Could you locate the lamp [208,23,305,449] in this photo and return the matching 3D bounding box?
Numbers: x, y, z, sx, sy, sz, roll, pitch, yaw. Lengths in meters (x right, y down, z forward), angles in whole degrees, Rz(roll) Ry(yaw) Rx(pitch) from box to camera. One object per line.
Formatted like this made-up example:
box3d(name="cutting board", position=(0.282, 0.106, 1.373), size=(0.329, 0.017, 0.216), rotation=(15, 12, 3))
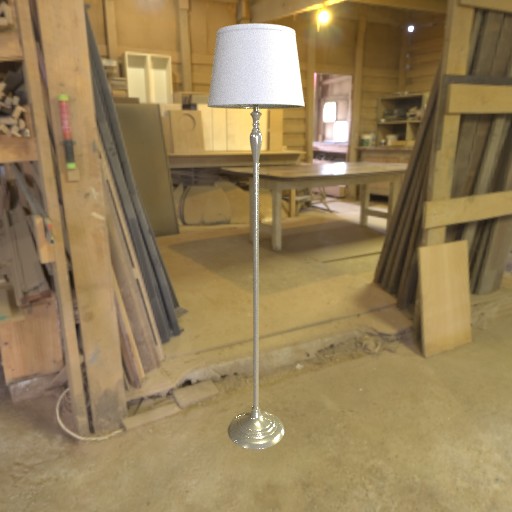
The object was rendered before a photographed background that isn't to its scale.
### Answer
box3d(name="lamp", position=(0.000, 0.000, 1.643), size=(0.327, 1.506, 0.327), rotation=(-8, 18, -26))
